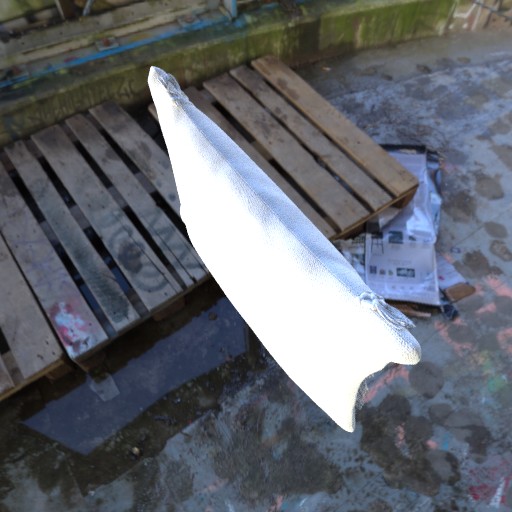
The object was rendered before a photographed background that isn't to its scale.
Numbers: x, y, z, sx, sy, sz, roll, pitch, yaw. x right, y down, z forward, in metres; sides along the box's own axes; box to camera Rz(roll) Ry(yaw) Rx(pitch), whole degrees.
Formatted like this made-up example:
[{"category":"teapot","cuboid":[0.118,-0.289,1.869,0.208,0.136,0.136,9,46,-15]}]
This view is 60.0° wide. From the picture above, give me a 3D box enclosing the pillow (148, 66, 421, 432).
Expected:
[{"category":"pillow","cuboid":[0.000,0.000,0.581,0.084,0.305,0.466,-30,62,-18]}]
